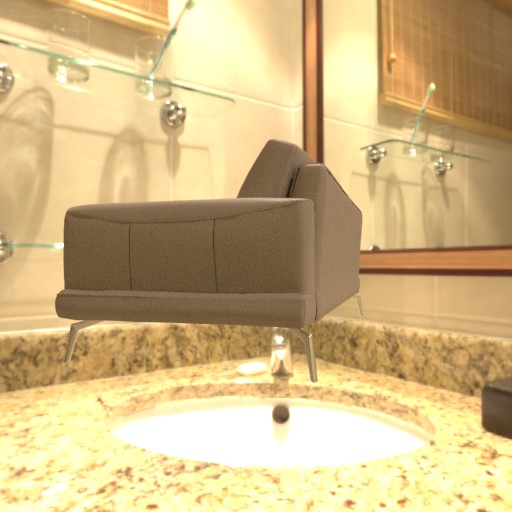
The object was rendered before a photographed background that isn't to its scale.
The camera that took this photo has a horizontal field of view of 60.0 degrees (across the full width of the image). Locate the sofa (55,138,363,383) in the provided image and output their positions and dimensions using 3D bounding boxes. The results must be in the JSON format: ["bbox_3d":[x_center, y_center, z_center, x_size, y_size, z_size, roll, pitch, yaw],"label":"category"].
[{"bbox_3d":[0.000,0.000,2.675,1.121,0.930,2.177,0,-1,18],"label":"sofa"}]
